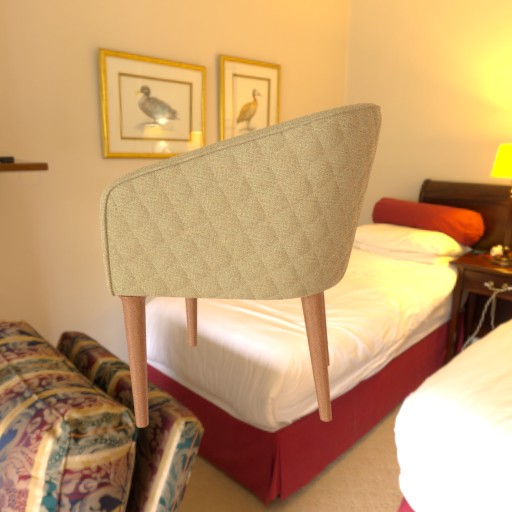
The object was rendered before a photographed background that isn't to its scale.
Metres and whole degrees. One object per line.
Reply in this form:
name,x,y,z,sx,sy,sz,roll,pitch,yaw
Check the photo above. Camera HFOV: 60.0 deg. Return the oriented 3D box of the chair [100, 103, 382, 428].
chair,0.000,0.000,1.214,0.616,0.775,0.584,2,14,8
